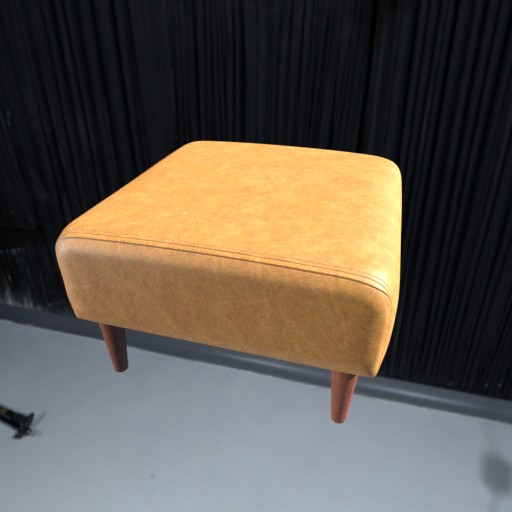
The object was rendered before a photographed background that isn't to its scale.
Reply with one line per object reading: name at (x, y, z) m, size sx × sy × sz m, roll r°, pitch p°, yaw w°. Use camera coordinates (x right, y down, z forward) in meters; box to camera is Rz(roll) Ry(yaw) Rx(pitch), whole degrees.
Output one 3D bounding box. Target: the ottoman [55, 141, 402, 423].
ottoman at (0.000, 0.000, 1.090) m, size 0.650 × 0.399 × 0.650 m, roll 8°, pitch 32°, yaw 14°
